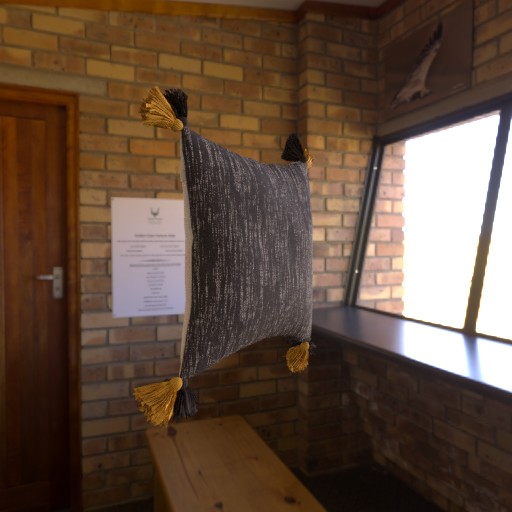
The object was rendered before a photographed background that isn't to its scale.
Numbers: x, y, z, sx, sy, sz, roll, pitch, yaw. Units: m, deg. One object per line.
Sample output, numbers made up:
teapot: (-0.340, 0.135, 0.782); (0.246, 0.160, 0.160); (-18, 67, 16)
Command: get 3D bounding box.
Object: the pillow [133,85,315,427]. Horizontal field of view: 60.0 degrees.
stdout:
pillow: (0.000, 0.000, 1.017); (0.139, 0.659, 0.654); (1, 2, 36)
